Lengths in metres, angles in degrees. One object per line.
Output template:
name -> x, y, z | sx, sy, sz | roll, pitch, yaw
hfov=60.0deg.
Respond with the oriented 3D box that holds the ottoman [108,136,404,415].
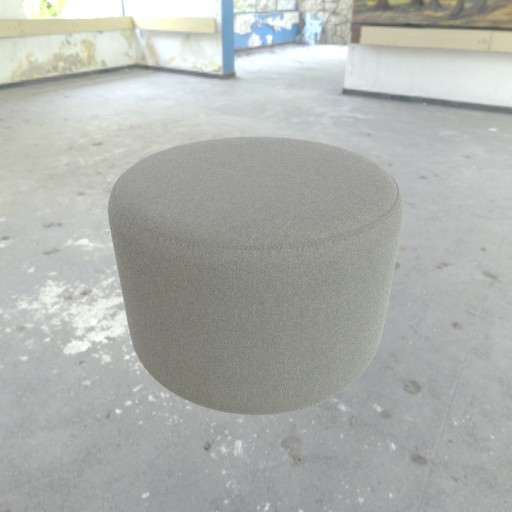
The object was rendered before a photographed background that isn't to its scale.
ottoman -> 0.000, 0.000, 1.020 | 0.608, 0.433, 0.608 | 0, 30, 0
